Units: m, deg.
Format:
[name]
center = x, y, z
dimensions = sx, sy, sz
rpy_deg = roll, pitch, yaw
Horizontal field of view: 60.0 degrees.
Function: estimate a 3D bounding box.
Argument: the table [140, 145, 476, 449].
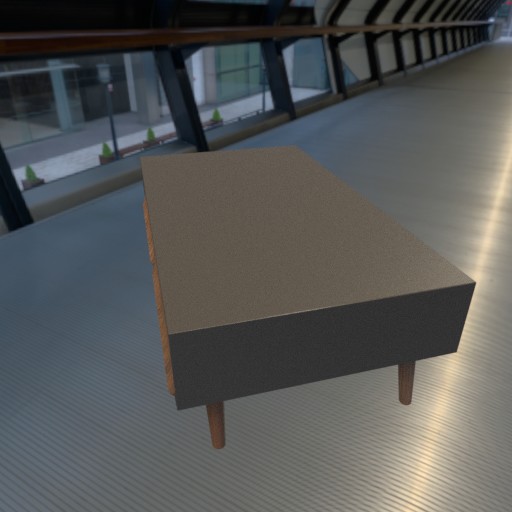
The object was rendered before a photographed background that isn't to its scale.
[table]
center = 0.000, 0.000, 1.522
dimensions = 0.703, 0.404, 1.201
rpy_deg = -8, 30, -13
